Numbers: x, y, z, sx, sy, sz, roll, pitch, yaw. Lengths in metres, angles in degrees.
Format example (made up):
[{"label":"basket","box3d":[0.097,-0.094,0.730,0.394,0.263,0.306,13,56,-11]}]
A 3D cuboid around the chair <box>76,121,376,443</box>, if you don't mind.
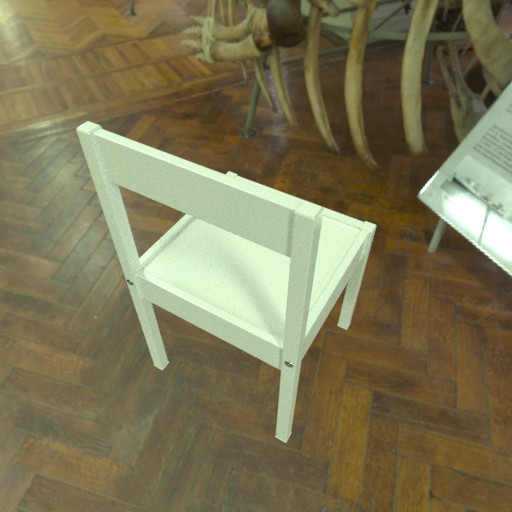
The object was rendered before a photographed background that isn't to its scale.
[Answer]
[{"label":"chair","box3d":[0.000,0.000,0.692,0.285,0.505,0.285,23,51,20]}]
